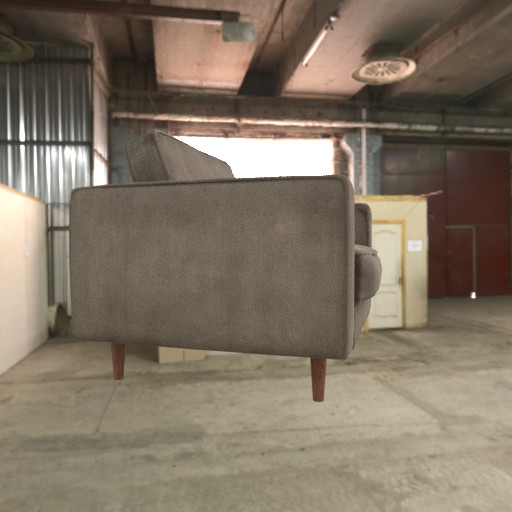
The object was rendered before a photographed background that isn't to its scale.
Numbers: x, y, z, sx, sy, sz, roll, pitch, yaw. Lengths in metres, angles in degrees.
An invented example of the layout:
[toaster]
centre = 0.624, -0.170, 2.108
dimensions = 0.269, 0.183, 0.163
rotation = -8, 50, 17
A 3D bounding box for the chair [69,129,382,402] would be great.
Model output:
[chair]
centre = 0.000, 0.000, 1.550
dimensions = 0.843, 0.773, 0.928
rotation = 0, 1, 18
